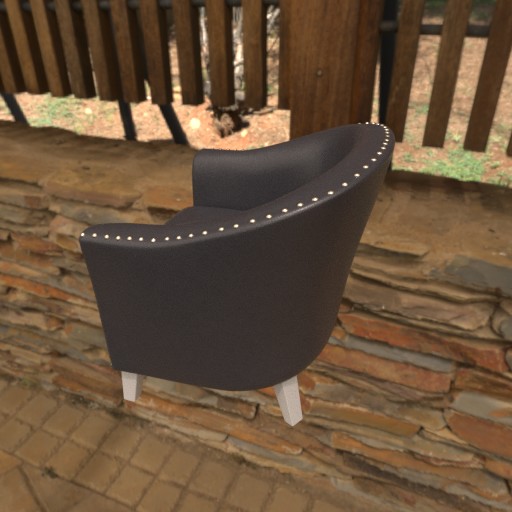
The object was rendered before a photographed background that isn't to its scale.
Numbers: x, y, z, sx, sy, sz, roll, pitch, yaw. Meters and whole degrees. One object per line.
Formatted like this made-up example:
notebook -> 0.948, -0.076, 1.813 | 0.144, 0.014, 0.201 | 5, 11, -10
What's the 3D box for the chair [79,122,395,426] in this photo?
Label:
chair -> 0.000, 0.000, 1.430 | 0.748, 0.823, 0.794 | 9, 31, 15
